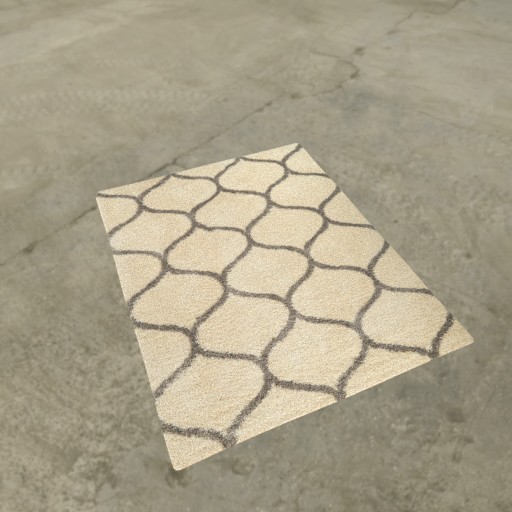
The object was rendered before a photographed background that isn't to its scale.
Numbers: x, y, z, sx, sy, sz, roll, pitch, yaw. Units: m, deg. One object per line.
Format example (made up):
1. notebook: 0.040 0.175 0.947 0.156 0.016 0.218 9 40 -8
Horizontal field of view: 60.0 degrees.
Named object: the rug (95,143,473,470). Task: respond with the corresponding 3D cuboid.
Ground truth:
1. rug: 0.000 0.000 4.034 2.399 0.026 3.000 -17 49 -16
